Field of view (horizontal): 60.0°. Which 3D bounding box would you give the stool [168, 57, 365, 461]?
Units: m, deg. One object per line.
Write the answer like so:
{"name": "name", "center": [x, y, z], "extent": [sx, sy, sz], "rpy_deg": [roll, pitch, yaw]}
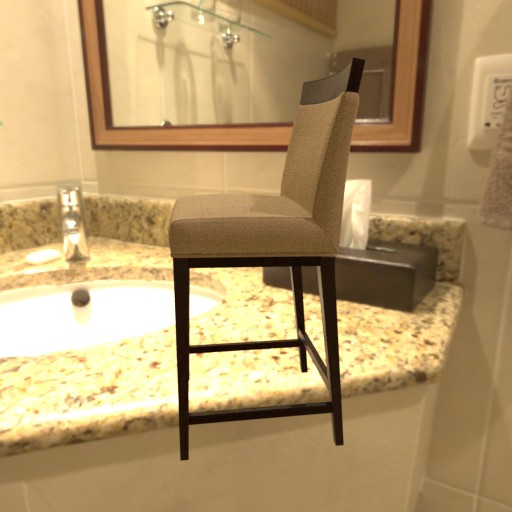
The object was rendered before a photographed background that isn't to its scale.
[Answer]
{"name": "stool", "center": [0.000, 0.000, 1.435], "extent": [0.531, 1.117, 0.511], "rpy_deg": [-2, 15, -8]}
